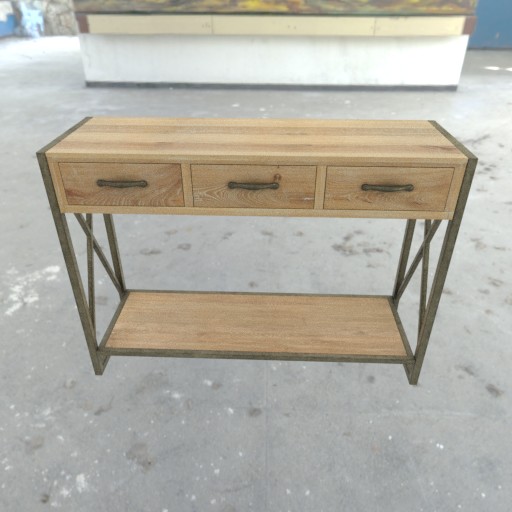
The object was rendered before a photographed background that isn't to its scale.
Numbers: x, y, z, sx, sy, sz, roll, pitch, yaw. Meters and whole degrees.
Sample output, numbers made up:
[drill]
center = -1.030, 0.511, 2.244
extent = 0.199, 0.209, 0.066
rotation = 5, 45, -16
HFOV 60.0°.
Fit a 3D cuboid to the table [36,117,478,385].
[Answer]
[table]
center = 0.000, 0.000, 1.395
extent = 1.059, 0.763, 0.361
rotation = 1, 32, 2
